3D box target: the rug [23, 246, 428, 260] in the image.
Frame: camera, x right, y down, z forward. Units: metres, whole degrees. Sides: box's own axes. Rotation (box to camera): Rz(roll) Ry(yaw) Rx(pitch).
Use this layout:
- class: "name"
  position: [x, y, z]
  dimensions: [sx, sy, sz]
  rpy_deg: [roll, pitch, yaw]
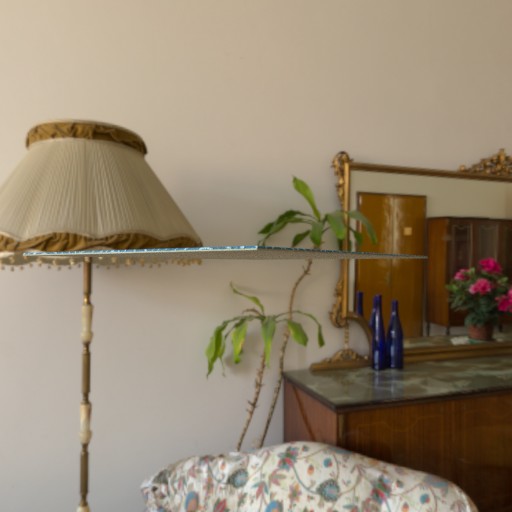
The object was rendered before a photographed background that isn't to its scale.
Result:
- class: "rug"
  position: [0.000, 0.000, 2.802]
  dimensions: [1.543, 0.015, 2.144]
  rpy_deg: [-1, -1, 36]
